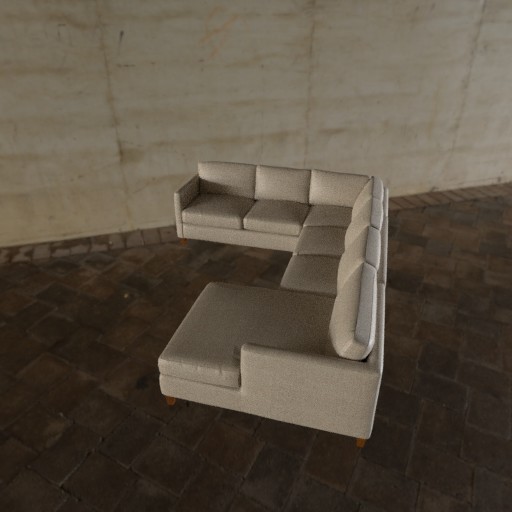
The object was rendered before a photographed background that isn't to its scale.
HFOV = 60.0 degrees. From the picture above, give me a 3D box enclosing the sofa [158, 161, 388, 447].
[{"bbox_3d":[0.000,0.000,4.613,2.594,0.961,3.460,8,30,13],"label":"sofa"}]
